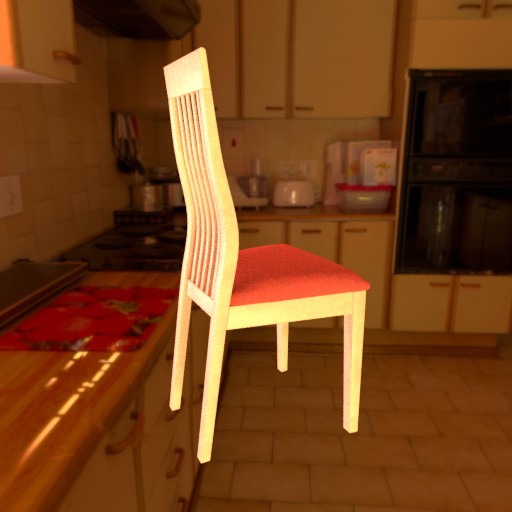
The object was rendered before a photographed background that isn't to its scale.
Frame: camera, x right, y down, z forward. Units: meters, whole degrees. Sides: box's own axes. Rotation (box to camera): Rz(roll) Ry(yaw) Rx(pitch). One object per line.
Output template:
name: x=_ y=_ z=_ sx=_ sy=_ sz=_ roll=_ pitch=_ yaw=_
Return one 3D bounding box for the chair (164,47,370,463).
chair: x=0.000 y=0.000 z=1.280 sx=0.474 sy=1.027 sz=0.460 roll=-7 pitch=16 yaw=-26
